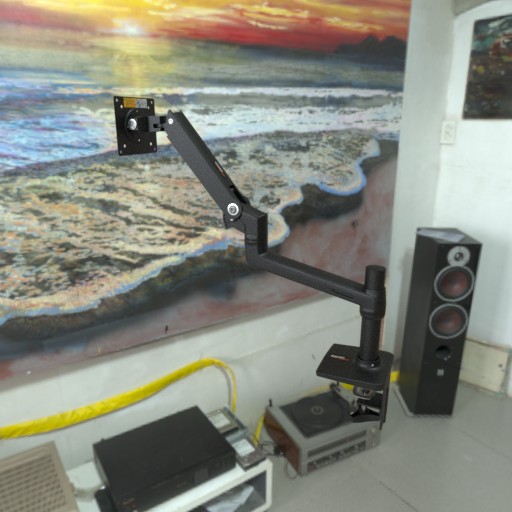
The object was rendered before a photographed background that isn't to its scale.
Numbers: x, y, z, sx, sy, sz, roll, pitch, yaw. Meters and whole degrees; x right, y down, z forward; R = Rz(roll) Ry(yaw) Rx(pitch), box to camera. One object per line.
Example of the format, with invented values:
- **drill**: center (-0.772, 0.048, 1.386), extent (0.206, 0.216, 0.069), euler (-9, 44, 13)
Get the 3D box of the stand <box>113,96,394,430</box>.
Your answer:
- **stand**: center (0.000, 0.000, 1.036), extent (0.650, 0.713, 0.152), euler (8, 19, 24)
